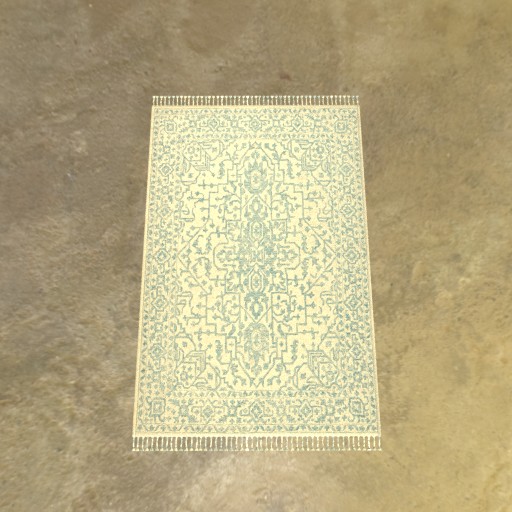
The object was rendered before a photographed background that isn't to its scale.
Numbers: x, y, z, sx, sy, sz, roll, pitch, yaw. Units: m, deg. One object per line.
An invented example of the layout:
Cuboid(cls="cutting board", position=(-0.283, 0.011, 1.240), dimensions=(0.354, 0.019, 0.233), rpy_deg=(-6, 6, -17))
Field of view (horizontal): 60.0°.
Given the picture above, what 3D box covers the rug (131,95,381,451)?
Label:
Cuboid(cls="rug", position=(0.000, 0.000, 2.986), dimensions=(1.524, 0.010, 2.438), rpy_deg=(0, 76, 0))
